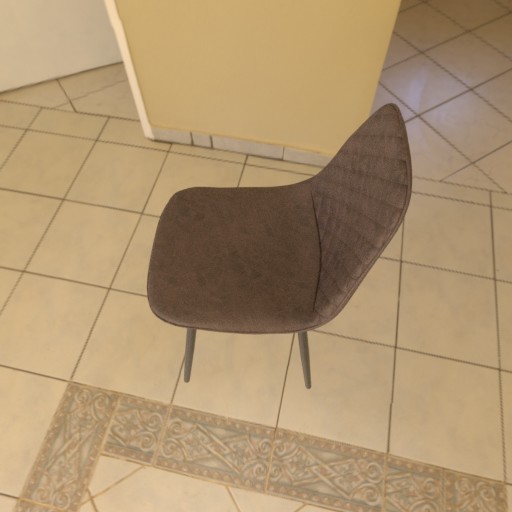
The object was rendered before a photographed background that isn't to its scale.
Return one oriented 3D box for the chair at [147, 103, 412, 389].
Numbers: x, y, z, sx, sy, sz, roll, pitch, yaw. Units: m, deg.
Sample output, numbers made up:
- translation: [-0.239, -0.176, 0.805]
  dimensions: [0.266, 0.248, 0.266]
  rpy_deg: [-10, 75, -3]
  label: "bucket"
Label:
- translation: [0.000, 0.000, 1.194]
  dimensions: [0.561, 0.889, 0.472]
  rpy_deg: [3, 59, 1]
  label: "chair"
